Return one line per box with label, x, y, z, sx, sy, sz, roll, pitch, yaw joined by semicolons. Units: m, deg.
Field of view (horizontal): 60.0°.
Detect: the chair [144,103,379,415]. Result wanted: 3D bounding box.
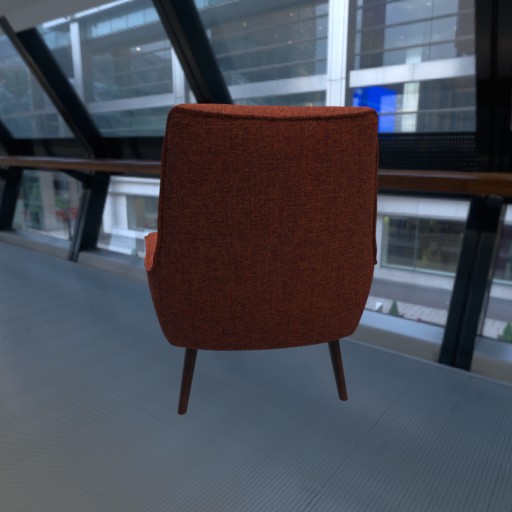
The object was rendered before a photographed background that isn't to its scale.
chair;0.000;0.000;1.514;0.803;0.911;0.784;-2;13;-9
